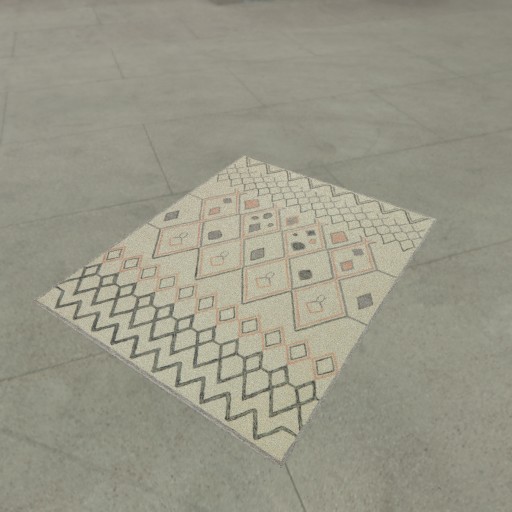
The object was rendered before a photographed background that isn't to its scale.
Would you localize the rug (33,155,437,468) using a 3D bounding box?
[{"bbox_3d":[0.000,0.000,4.127,2.441,0.016,3.050,24,46,25],"label":"rug"}]
